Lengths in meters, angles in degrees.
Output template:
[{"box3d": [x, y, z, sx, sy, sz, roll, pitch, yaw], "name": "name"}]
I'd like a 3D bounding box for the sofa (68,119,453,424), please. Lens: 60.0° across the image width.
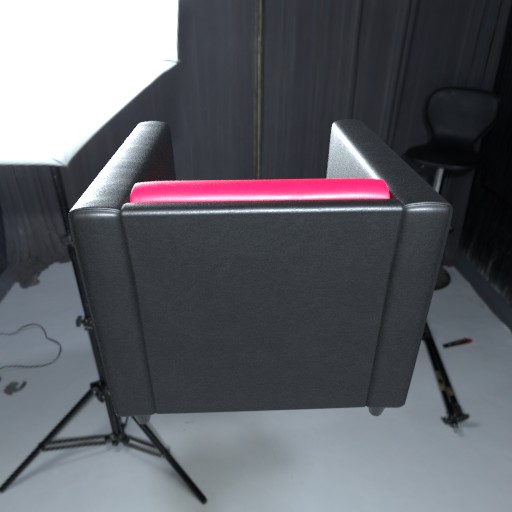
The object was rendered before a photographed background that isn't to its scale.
[{"box3d": [0.000, 0.000, 1.457, 0.839, 0.724, 0.809, -1, 30, -2], "name": "sofa"}]
